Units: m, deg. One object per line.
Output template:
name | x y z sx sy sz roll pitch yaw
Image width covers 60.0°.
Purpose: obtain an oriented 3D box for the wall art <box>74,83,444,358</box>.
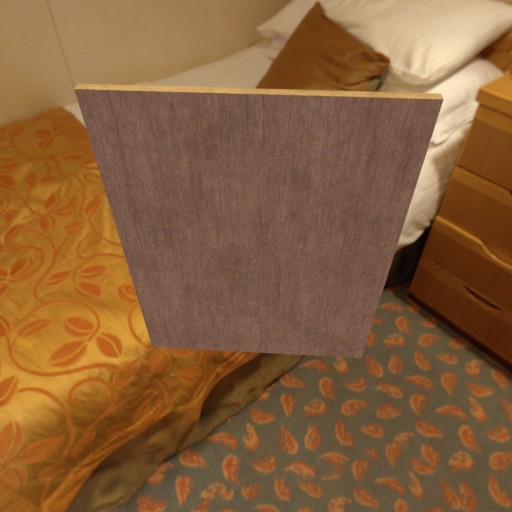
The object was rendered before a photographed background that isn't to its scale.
wall art | 0.000 0.000 0.890 0.534 0.686 0.018 2 46 2
